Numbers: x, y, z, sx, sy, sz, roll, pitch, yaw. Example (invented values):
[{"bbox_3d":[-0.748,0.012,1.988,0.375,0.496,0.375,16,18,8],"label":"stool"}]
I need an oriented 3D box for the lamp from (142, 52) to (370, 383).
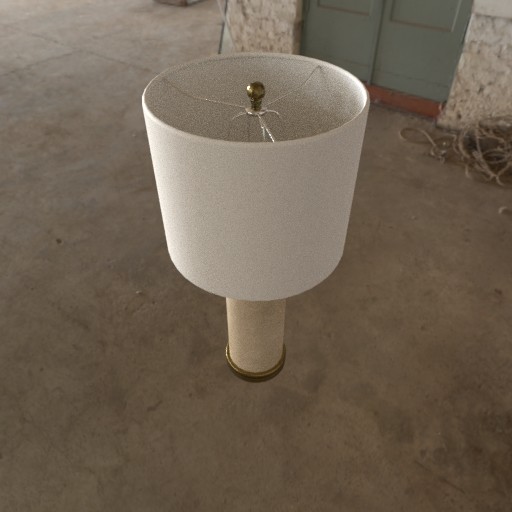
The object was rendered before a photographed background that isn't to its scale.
[{"bbox_3d":[0.000,0.000,0.809,0.305,0.634,0.305,-11,44,-12],"label":"lamp"}]
